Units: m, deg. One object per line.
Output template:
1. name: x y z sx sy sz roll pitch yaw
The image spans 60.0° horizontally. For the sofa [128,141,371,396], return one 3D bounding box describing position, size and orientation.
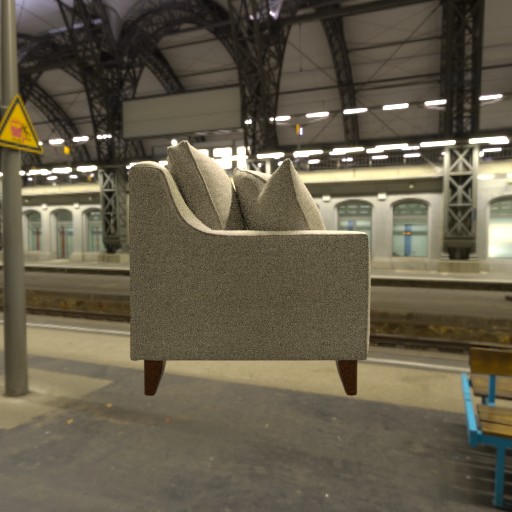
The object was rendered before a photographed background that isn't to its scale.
1. sofa: 0.000 0.000 2.519 0.865 0.914 2.031 0 2 0
